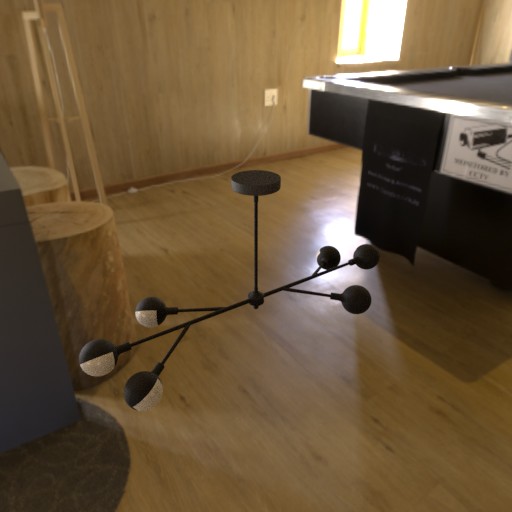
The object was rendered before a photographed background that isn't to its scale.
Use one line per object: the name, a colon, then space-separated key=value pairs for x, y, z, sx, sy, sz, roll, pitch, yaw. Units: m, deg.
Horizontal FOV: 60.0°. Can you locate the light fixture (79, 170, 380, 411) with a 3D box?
light fixture: x=0.000 y=0.000 z=0.986 sx=0.778 sy=0.362 sz=0.434 roll=-9 pitch=29 yaw=-16
